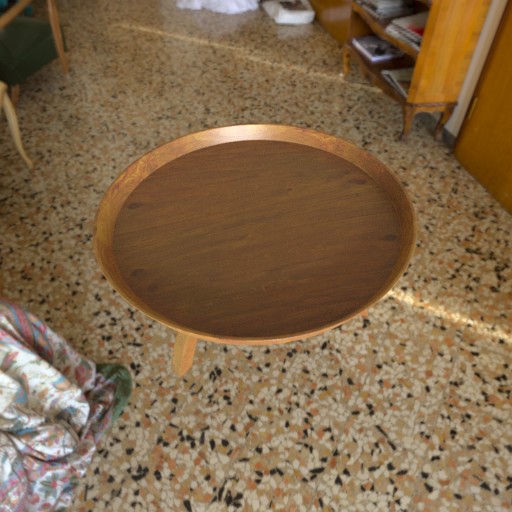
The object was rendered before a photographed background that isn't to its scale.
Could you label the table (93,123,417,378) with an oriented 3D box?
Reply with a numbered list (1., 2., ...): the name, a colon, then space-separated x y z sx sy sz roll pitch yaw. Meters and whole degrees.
1. table: 0.000 0.000 1.580 1.016 0.470 1.016 0 47 0
